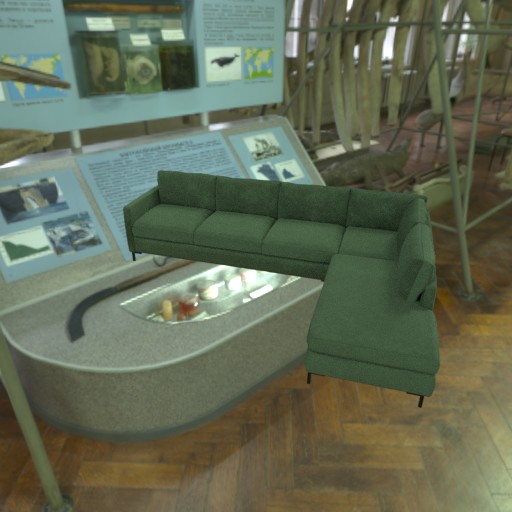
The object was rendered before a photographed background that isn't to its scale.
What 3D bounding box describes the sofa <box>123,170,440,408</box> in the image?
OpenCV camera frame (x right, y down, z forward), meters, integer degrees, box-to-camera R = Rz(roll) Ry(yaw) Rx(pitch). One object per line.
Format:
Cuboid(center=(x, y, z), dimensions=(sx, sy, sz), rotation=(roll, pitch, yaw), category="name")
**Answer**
Cuboid(center=(0.000, 0.000, 3.276), dimensions=(2.486, 0.687, 1.707), rotation=(8, 29, 15), category="sofa")
